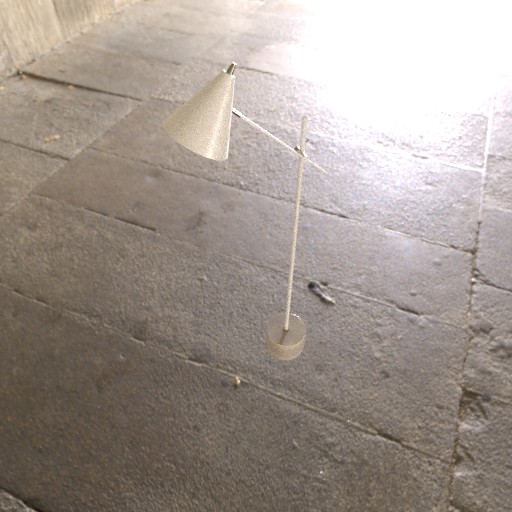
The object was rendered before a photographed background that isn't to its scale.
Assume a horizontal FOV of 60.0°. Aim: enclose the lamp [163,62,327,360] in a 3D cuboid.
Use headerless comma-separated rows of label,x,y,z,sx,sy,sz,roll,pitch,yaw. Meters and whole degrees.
lamp,0.000,0.000,1.604,0.508,1.430,0.223,-17,49,-15
